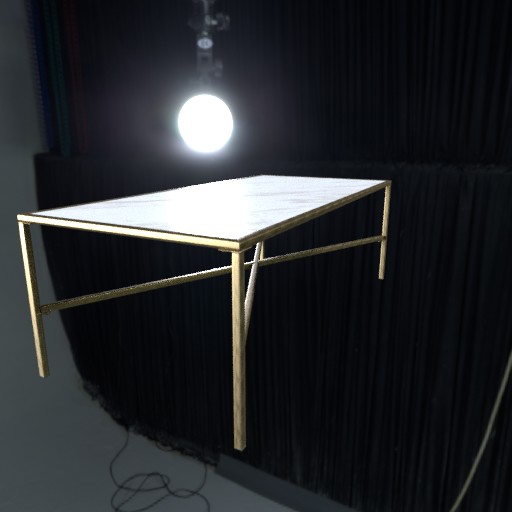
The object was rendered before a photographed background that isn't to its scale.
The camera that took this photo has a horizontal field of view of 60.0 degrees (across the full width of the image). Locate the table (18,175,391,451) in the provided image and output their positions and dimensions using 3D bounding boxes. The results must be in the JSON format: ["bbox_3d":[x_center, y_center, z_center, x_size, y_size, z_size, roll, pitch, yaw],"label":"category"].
[{"bbox_3d":[0.000,0.000,1.423,0.577,0.405,1.197,8,17,27],"label":"table"}]
